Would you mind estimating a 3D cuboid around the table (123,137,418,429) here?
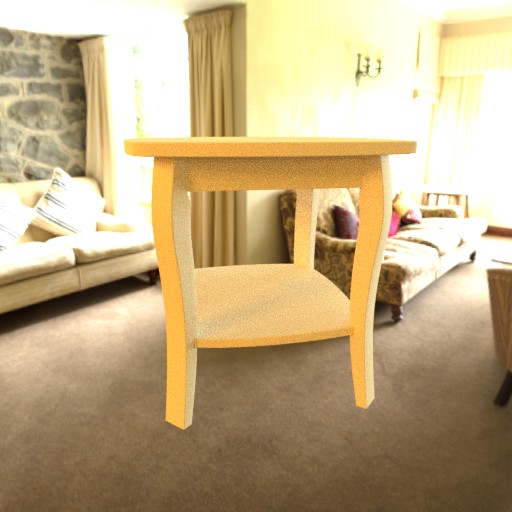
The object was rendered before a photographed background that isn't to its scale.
[{"bbox_3d":[0.000,0.000,0.853,0.451,0.438,0.502,-3,16,-10],"label":"table"}]
